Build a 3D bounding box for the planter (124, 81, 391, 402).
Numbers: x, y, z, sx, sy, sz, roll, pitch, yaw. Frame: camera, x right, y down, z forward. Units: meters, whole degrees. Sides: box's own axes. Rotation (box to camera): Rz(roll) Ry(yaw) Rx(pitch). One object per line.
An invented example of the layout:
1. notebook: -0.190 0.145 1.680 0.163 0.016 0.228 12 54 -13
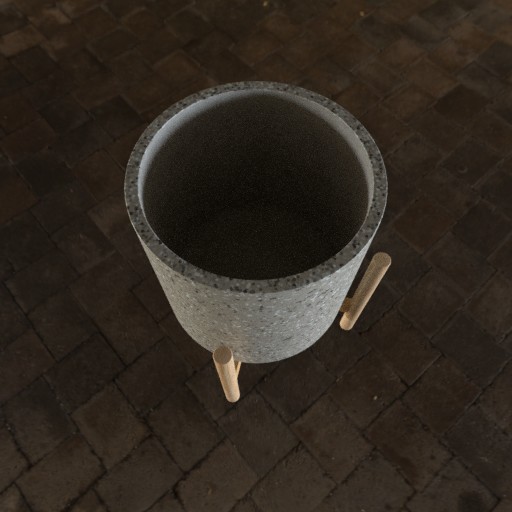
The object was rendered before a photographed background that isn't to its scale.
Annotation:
1. planter: 0.000 0.000 0.701 0.360 0.419 0.360 33 67 16
